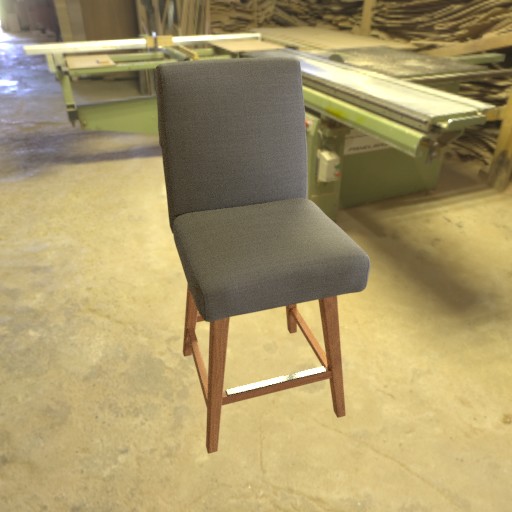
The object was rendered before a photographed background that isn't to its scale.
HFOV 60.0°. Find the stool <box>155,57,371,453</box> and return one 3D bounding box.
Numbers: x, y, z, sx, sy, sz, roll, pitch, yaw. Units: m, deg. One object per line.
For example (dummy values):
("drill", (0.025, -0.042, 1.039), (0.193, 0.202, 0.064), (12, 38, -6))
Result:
("stool", (0.000, 0.000, 1.319), (0.459, 1.019, 0.570), (-9, 33, -15))
